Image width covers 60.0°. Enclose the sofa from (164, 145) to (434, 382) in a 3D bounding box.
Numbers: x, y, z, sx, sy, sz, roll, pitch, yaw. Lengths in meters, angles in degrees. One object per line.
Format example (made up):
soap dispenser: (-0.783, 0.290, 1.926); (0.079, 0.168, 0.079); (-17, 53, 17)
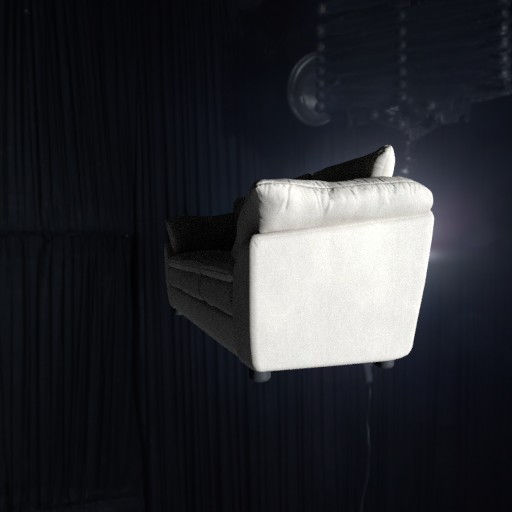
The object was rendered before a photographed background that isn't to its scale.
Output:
sofa: (0.000, 0.000, 2.831); (0.878, 0.996, 2.334); (0, 1, -20)
